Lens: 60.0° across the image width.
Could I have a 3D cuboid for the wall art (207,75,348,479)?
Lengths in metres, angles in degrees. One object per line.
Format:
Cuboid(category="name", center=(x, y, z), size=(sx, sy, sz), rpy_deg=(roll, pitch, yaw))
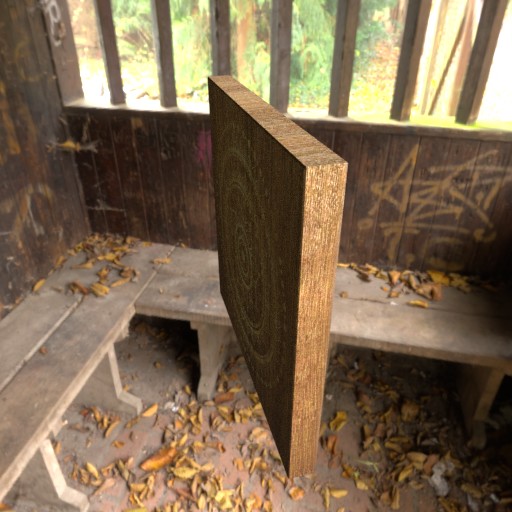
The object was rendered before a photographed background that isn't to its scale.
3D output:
Cuboid(category="wall art", center=(0.000, 0.000, 0.611), size=(0.039, 0.403, 0.406), rpy_deg=(-9, 33, -14))
